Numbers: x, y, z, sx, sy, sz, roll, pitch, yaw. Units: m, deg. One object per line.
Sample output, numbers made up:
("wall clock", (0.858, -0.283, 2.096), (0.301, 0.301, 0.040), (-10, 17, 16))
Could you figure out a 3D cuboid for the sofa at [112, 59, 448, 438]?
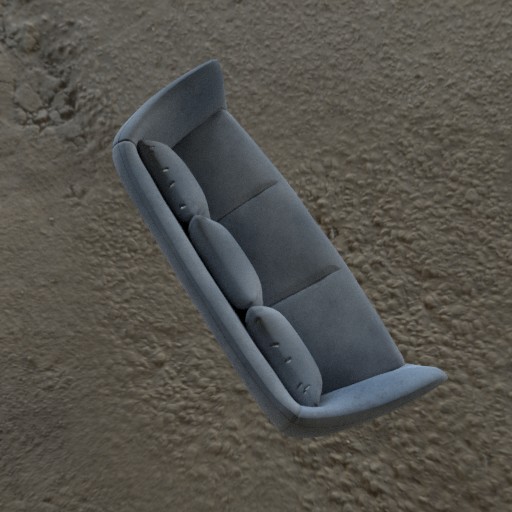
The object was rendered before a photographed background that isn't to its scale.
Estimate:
("sofa", (0.000, 0.000, 2.498), (0.849, 0.795, 2.095), (-32, 77, -8))
